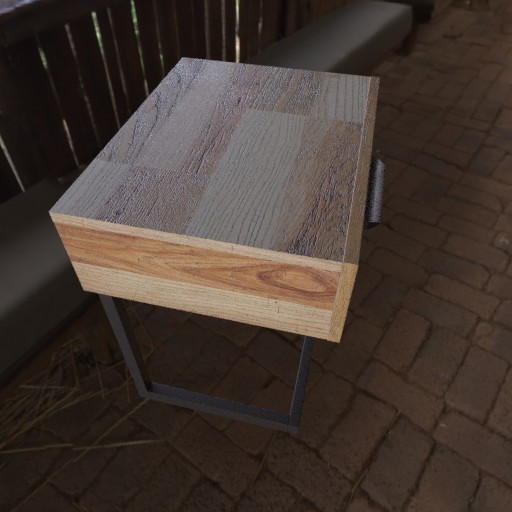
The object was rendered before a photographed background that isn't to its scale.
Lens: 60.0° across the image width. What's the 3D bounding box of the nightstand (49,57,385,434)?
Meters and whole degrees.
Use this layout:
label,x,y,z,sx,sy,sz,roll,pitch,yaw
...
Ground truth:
label,x,y,z,sx,sy,sz,roll,pitch,yaw
nightstand,0.000,0.000,1.015,0.481,0.632,0.558,10,47,9
